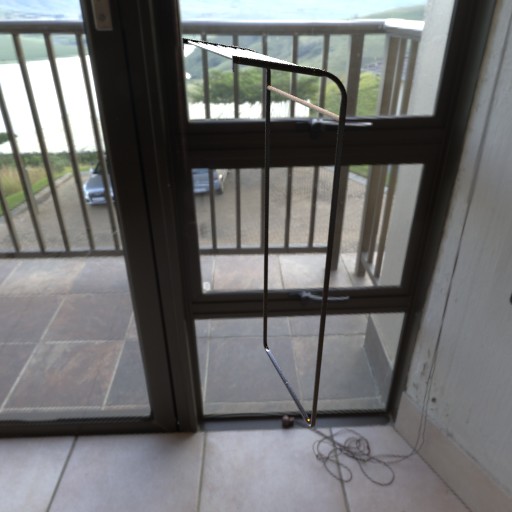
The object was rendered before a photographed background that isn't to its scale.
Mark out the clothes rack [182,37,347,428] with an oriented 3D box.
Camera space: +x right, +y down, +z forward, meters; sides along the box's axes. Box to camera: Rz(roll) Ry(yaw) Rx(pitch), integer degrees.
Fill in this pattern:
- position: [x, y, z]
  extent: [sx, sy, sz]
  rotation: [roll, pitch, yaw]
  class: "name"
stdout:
- position: [0.000, 0.000, 1.812]
  extent: [0.349, 1.574, 0.609]
  rotation: [-11, 32, -17]
  class: "clothes rack"
